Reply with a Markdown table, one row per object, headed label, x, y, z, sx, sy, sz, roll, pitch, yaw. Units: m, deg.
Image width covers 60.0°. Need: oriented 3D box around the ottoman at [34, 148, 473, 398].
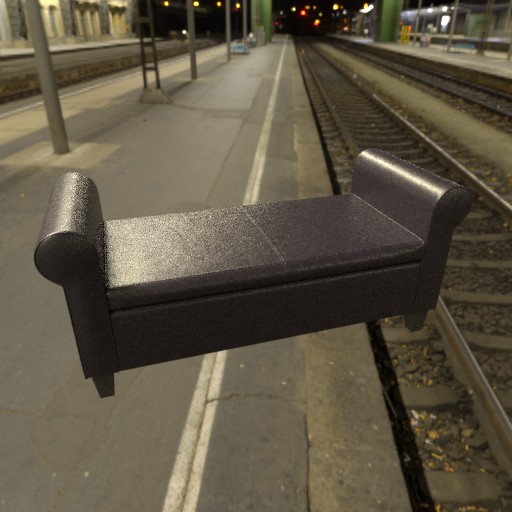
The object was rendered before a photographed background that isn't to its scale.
| label | x | y | z | sx | sy | sz | roll | pitch | yaw |
| --- | --- | --- | --- | --- | --- | --- | --- | --- | --- |
| ottoman | 0.000 | 0.000 | 1.519 | 1.256 | 0.547 | 0.521 | -8 | 29 | -15 |
